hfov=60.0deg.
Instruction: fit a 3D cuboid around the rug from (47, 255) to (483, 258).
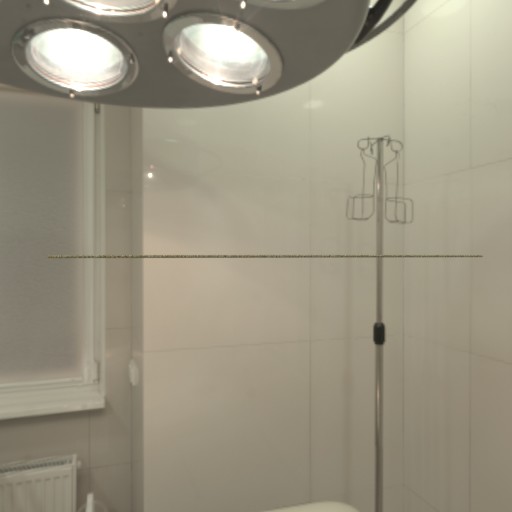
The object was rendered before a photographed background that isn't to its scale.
[{"bbox_3d":[0.000,0.000,3.066,2.448,0.012,1.540,0,0,-18],"label":"rug"}]
